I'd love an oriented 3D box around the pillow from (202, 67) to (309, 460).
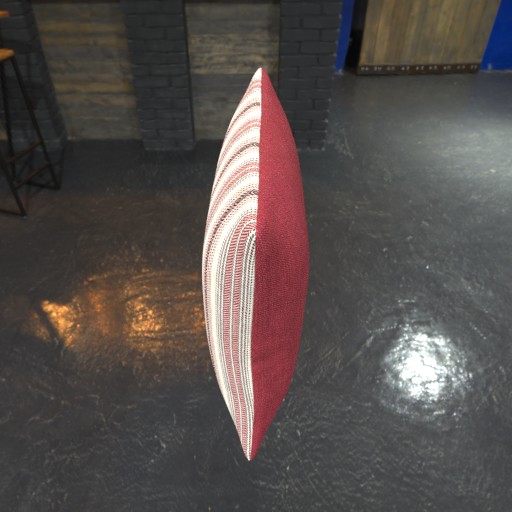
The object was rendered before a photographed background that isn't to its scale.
[{"bbox_3d":[0.000,0.000,0.792,0.166,0.497,0.513,1,40,1],"label":"pillow"}]
